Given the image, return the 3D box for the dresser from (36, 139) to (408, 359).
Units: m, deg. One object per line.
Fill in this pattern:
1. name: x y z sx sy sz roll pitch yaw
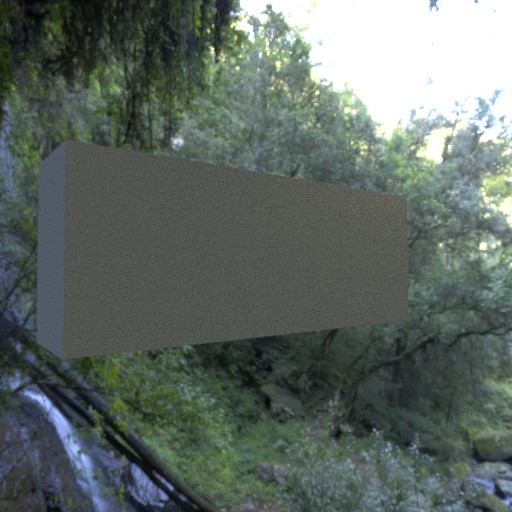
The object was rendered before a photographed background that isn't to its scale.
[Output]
1. dresser: 0.000 0.000 2.549 2.200 0.840 0.500 1 -2 -37
